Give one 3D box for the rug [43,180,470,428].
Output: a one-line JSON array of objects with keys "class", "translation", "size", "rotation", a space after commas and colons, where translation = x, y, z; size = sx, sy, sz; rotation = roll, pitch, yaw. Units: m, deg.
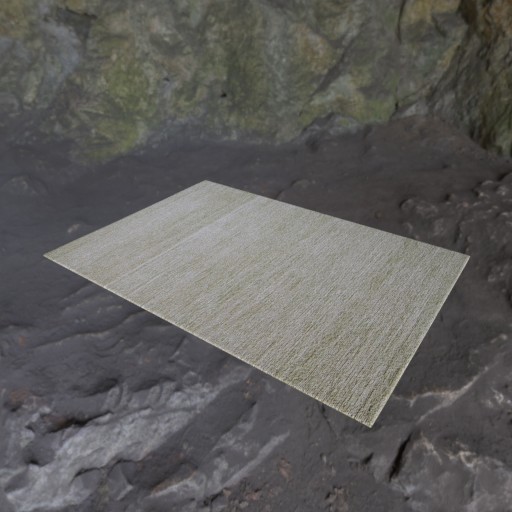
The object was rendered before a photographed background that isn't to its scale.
[{"class": "rug", "translation": [0.000, 0.000, 2.878], "size": [2.270, 0.017, 1.606], "rotation": [20, 37, 30]}]
